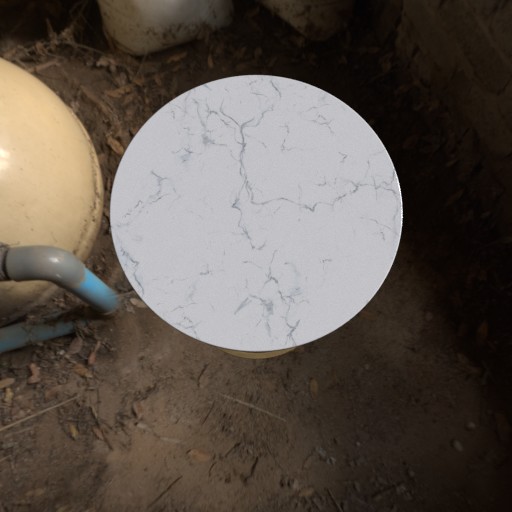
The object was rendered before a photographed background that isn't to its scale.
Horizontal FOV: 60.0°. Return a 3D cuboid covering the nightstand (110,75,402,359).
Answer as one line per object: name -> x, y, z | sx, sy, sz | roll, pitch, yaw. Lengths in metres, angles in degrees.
nightstand -> 0.000, 0.000, 0.903 | 0.400, 0.610, 0.400 | 31, 78, 7
